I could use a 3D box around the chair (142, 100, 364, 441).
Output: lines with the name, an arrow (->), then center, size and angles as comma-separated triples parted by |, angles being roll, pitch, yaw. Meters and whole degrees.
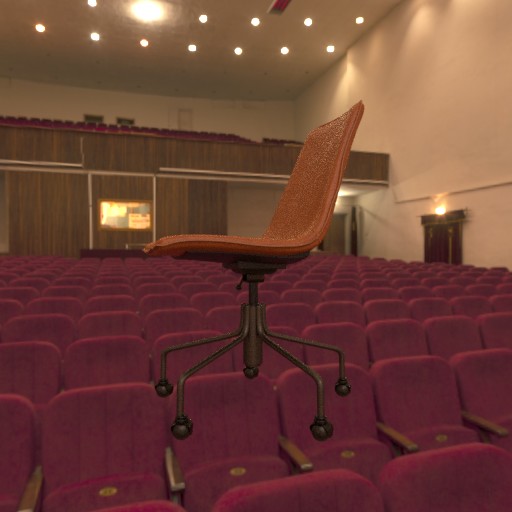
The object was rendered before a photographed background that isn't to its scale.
chair -> 0.000, 0.000, 1.363 | 0.660, 0.920, 0.651 | 0, 0, -18
